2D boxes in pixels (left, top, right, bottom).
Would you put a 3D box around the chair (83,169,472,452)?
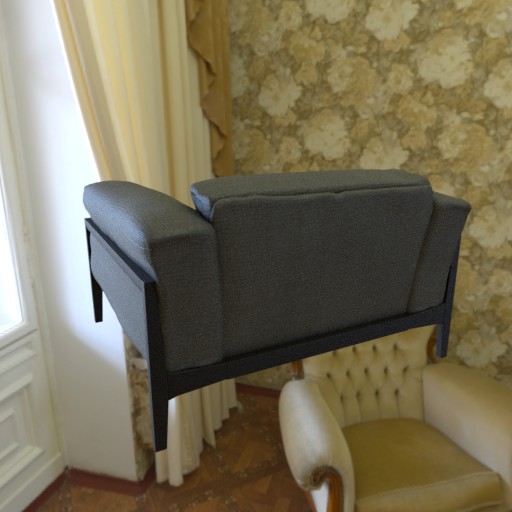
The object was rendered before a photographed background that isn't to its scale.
[{"bbox_3d":[0.000,0.000,1.606,1.056,0.646,0.969,-8,17,-27],"label":"chair"}]
